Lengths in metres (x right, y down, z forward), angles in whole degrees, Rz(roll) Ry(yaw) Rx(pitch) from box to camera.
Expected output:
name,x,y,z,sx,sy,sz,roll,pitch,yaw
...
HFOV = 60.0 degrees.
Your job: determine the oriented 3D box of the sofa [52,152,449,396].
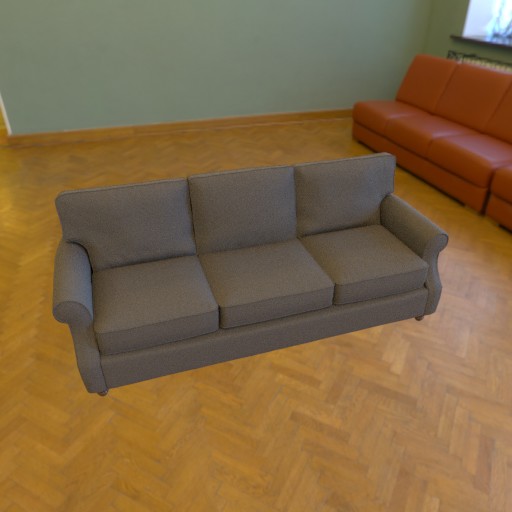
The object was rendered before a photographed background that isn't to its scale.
name,x,y,z,sx,sy,sz,roll,pitch,yaw
sofa,0.000,0.000,2.809,2.353,0.948,0.966,-10,33,-15
